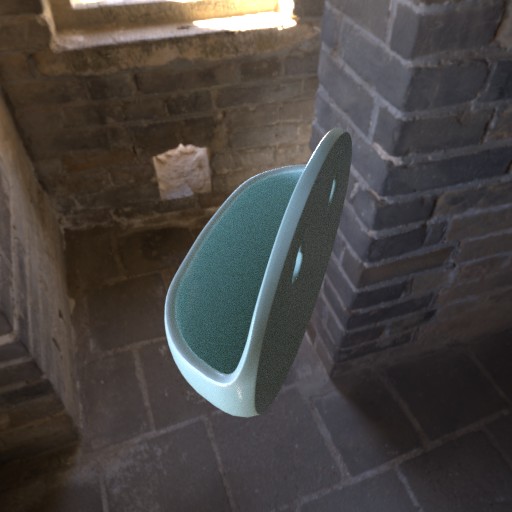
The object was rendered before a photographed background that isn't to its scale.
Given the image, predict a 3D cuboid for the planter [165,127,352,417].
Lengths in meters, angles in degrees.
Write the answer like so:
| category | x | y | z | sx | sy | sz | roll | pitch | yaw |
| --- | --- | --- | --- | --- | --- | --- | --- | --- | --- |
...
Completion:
| category | x | y | z | sx | sy | sz | roll | pitch | yaw |
| --- | --- | --- | --- | --- | --- | --- | --- | --- | --- |
| planter | 0.000 | 0.000 | 0.278 | 0.073 | 0.164 | 0.189 | 17 | 49 | 15 |
